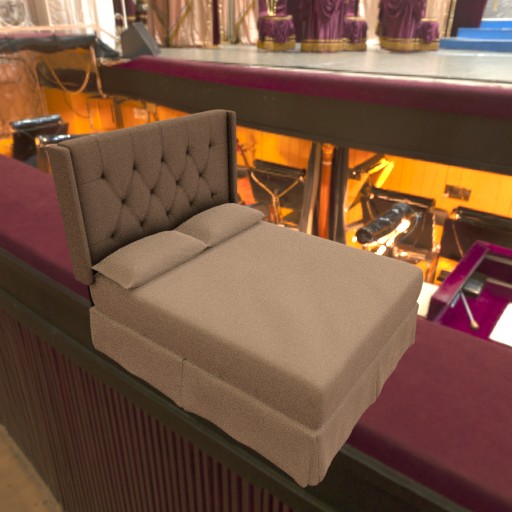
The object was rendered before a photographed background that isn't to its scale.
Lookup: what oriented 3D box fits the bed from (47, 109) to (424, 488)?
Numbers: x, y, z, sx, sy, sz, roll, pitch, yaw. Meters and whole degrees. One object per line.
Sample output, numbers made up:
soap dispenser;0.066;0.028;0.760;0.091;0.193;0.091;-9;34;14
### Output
bed;0.000;0.000;3.218;2.066;1.665;1.719;19;33;32
